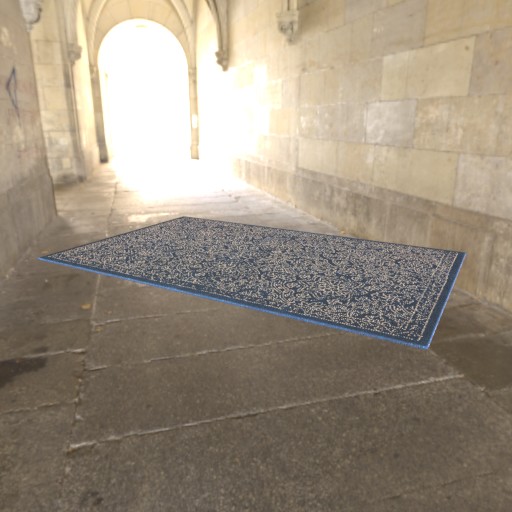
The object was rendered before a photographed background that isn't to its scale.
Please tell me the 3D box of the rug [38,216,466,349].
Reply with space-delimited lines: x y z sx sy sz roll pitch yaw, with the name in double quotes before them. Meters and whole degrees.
"rug" 0.000 0.000 2.975 2.441 0.015 1.526 9 19 28
